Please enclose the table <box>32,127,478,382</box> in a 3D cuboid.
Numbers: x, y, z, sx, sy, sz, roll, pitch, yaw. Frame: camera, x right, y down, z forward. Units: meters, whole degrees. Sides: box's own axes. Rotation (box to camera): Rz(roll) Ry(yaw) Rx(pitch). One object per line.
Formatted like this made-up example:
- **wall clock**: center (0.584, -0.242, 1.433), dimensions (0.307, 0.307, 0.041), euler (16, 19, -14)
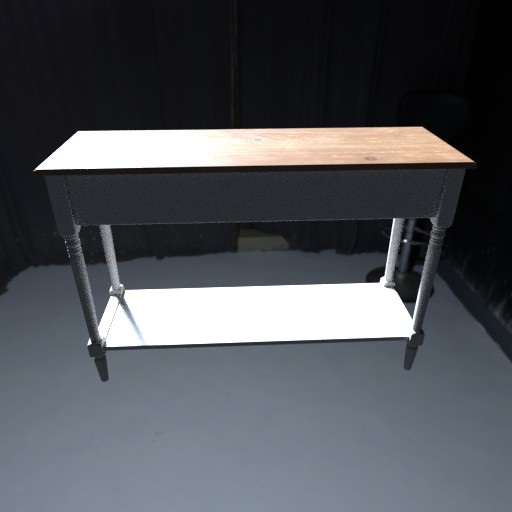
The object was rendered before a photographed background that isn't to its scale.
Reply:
- **table**: center (0.000, 0.000, 1.577), dimensions (1.219, 0.800, 0.399), euler (-1, 30, -3)
